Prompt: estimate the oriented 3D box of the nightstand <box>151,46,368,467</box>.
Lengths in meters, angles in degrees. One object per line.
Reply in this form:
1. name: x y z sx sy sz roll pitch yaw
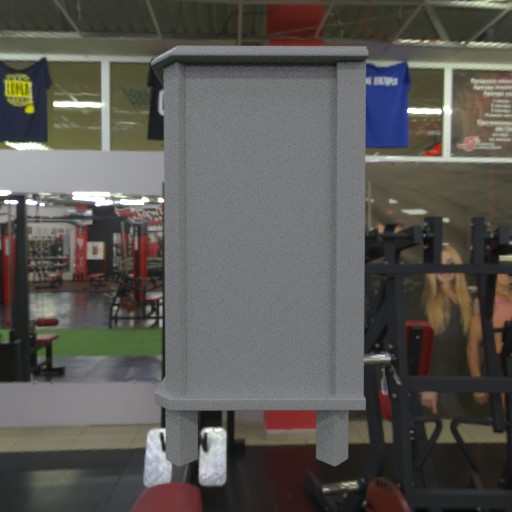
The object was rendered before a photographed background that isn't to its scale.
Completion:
1. nightstand: 0.000 0.000 0.927 0.350 0.680 0.450 0 2 0
